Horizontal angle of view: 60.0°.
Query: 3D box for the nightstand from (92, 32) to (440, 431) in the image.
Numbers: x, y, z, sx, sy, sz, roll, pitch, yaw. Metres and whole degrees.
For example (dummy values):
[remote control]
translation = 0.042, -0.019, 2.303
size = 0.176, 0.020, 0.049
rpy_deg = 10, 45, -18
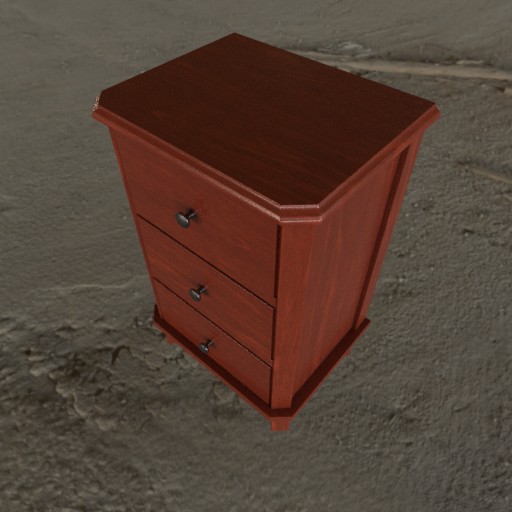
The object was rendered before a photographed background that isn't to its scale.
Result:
[nightstand]
translation = 0.000, 0.000, 0.915
size = 0.435, 0.681, 0.351
rpy_deg = 32, 55, 26
